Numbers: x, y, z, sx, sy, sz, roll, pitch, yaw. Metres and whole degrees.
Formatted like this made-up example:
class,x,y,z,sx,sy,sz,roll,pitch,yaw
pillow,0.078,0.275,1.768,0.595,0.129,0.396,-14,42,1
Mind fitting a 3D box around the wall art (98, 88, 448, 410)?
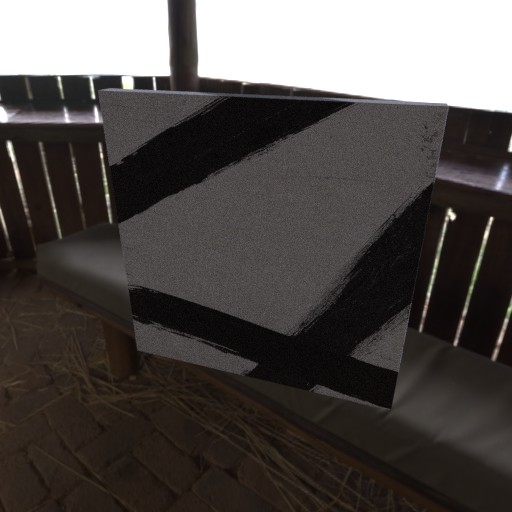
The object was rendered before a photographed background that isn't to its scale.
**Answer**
class,x,y,z,sx,sy,sz,roll,pitch,yaw
wall art,0.000,0.000,1.119,0.765,0.765,0.046,9,28,17
